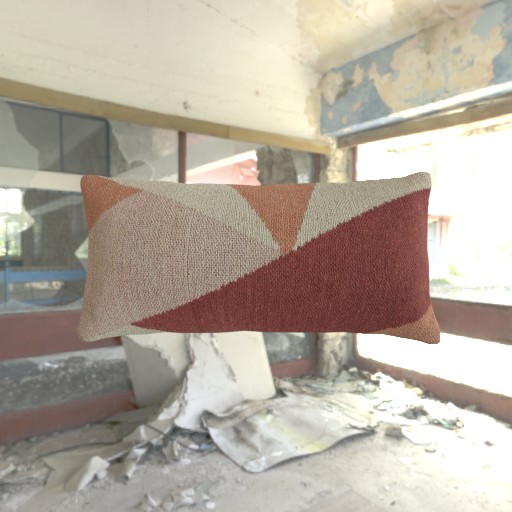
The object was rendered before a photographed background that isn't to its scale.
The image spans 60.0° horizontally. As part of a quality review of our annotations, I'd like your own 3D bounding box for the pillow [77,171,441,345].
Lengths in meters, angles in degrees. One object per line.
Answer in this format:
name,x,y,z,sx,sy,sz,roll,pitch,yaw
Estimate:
pillow,0.000,0.000,0.749,0.609,0.292,0.155,0,1,0
